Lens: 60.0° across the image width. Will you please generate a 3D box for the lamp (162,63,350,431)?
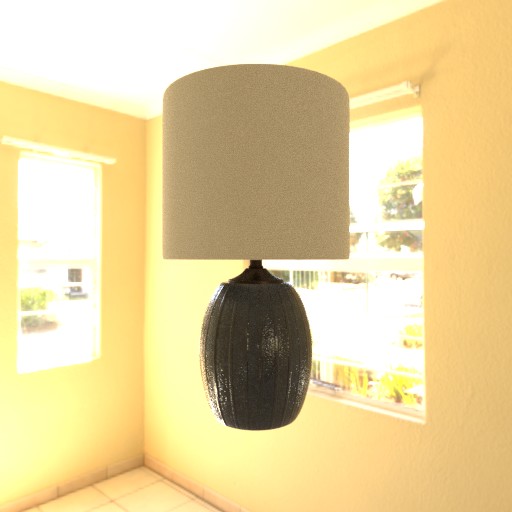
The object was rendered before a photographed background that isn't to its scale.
[{"bbox_3d":[0.000,0.000,0.793,0.329,0.570,0.329,0,0,34],"label":"lamp"}]
